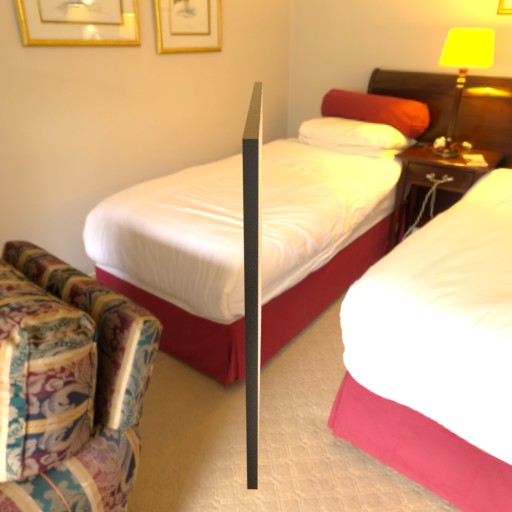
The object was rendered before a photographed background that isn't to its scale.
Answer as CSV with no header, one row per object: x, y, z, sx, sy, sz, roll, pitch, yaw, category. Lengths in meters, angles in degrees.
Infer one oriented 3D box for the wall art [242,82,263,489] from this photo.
0.000,0.000,0.665,0.014,0.445,0.446,1,27,1,wall art
